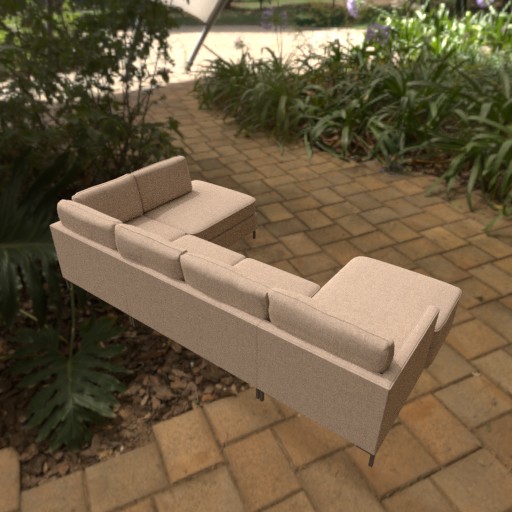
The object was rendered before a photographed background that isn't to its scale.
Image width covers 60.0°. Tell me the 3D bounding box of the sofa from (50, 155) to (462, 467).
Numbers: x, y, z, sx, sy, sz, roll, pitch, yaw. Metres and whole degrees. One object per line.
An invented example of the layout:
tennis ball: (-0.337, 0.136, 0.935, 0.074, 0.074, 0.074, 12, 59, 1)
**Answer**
sofa: (0.000, 0.000, 4.121, 3.423, 0.996, 2.021, 21, 37, 31)
